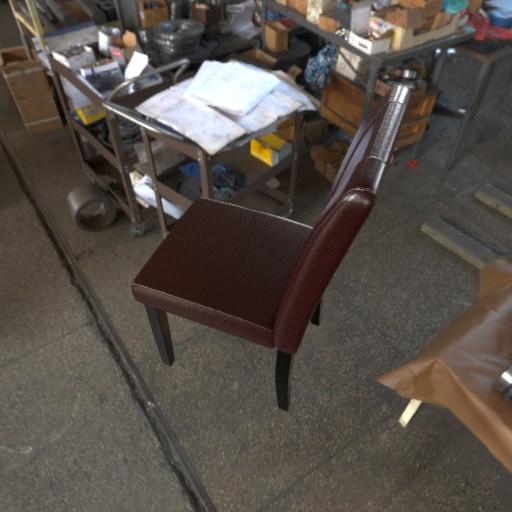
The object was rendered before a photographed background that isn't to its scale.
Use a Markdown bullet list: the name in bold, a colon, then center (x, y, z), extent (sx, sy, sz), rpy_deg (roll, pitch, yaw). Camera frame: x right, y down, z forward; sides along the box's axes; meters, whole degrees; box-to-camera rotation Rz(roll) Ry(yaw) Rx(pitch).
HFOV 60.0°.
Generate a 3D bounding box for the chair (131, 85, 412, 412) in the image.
- **chair**: center (0.000, 0.000, 1.190), extent (0.556, 0.897, 0.399), rpy_deg (17, 49, 15)
